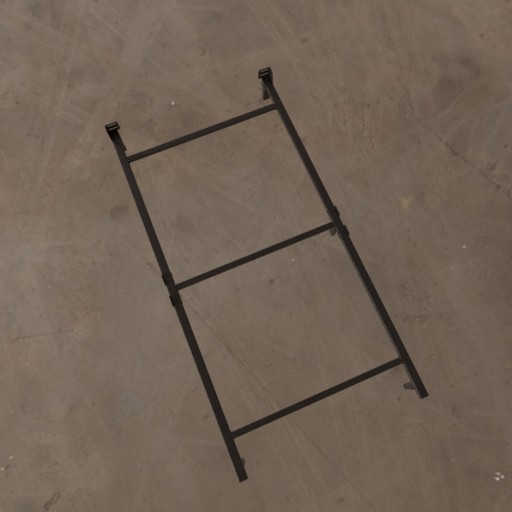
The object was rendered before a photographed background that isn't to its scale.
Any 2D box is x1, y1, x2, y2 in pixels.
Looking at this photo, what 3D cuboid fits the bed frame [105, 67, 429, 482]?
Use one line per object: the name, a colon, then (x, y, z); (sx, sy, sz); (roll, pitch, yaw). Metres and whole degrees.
bed frame: (0.000, 0.000, 2.300); (0.968, 0.248, 1.897); (-22, 75, -6)
